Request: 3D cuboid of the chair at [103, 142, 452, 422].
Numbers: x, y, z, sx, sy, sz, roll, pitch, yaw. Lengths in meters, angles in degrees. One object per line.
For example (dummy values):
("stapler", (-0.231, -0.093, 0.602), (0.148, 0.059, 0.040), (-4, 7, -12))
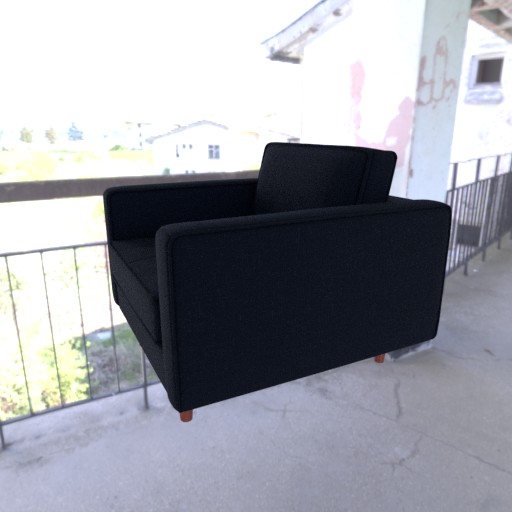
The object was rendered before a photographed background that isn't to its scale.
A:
("chair", (0.000, 0.000, 1.578), (0.920, 0.770, 0.899), (-8, 18, -26))
